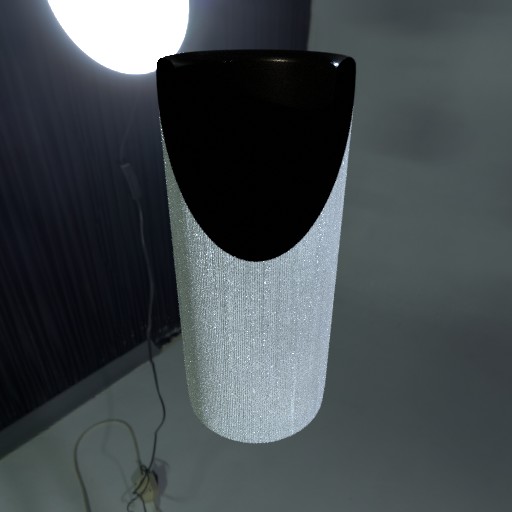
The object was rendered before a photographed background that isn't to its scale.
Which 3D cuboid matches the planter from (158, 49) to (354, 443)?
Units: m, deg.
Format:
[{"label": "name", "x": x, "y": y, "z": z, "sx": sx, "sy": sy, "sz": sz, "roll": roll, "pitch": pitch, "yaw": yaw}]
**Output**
[{"label": "planter", "x": 0.000, "y": 0.000, "z": 0.125, "sx": 0.045, "sy": 0.103, "sz": 0.045, "roll": 19, "pitch": 34, "yaw": 31}]
